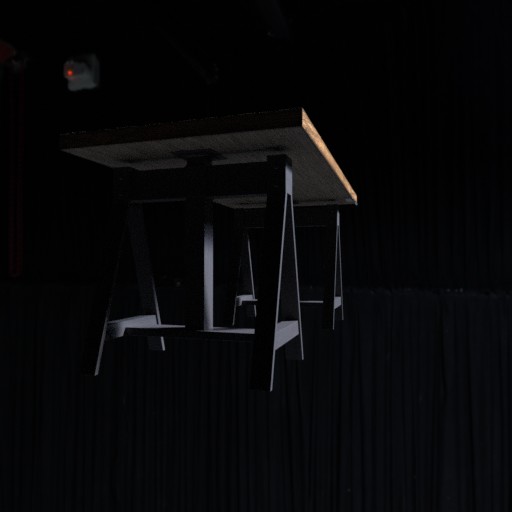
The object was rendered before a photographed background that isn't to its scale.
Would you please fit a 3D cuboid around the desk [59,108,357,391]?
[{"bbox_3d":[0.000,0.000,1.963,0.784,0.725,1.543,0,-1,18],"label":"desk"}]
